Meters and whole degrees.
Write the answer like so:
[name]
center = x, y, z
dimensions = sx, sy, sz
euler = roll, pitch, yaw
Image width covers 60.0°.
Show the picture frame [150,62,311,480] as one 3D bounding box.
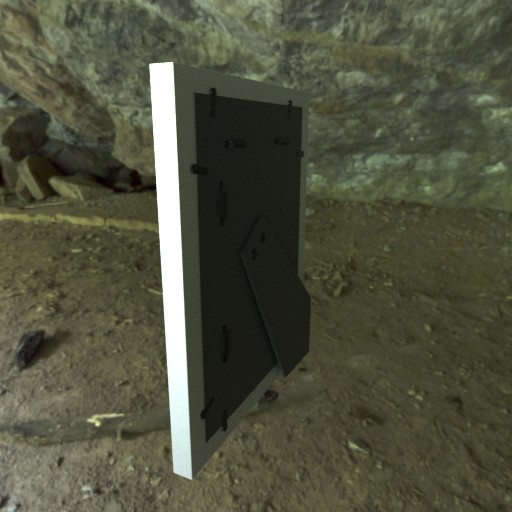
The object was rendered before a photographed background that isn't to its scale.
[picture frame]
center = 0.000, 0.000, 0.525
dimensions = 0.036, 0.386, 0.307
euler = 8, 17, 25
